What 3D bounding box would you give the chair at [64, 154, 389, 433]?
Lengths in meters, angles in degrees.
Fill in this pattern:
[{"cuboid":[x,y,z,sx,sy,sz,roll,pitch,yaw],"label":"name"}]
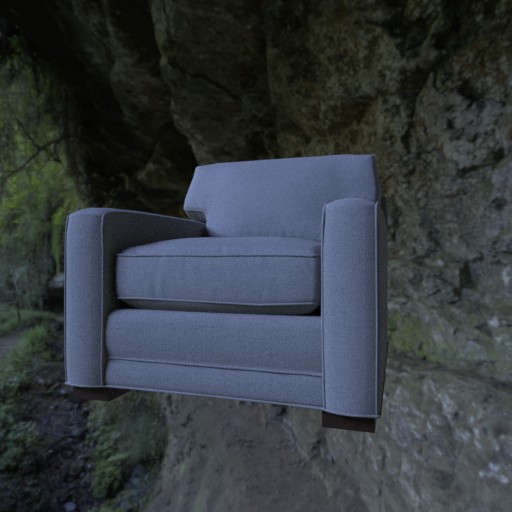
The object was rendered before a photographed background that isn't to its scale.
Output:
[{"cuboid":[0.000,0.000,1.771,0.999,0.934,1.044,0,0,18],"label":"chair"}]
